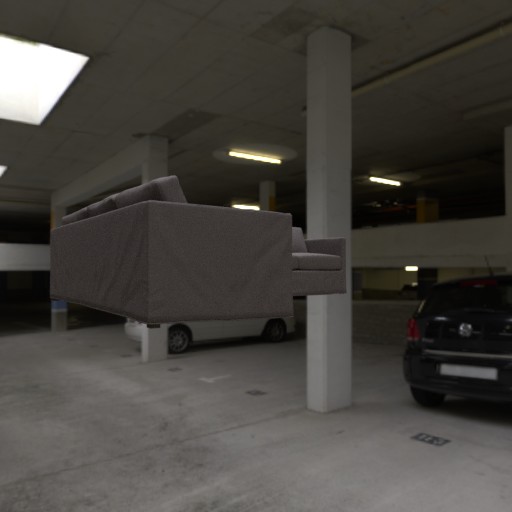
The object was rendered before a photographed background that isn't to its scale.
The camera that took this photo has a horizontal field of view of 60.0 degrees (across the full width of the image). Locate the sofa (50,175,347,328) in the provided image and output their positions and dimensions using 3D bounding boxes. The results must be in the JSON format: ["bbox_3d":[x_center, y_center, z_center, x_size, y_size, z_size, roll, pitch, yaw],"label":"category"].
[{"bbox_3d":[0.000,0.000,4.237,3.182,0.871,2.432,1,-2,-36],"label":"sofa"}]
